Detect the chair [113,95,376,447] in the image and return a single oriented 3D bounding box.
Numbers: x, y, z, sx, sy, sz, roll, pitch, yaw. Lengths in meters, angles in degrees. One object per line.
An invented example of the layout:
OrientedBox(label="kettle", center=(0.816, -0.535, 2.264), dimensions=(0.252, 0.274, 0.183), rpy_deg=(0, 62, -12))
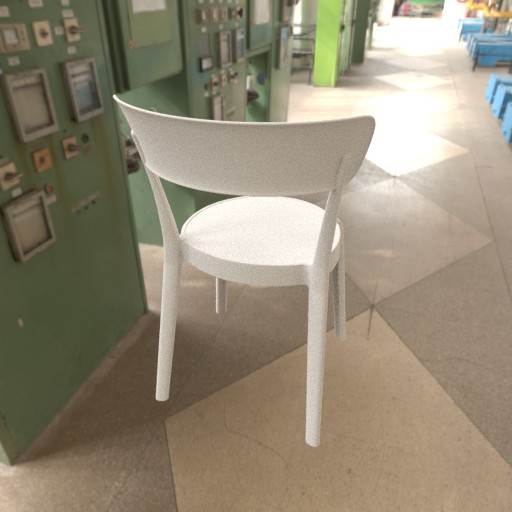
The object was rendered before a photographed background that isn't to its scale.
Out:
OrientedBox(label="chair", center=(0.000, 0.000, 1.101), dimensions=(0.506, 0.790, 0.491), rpy_deg=(10, 33, 16))
